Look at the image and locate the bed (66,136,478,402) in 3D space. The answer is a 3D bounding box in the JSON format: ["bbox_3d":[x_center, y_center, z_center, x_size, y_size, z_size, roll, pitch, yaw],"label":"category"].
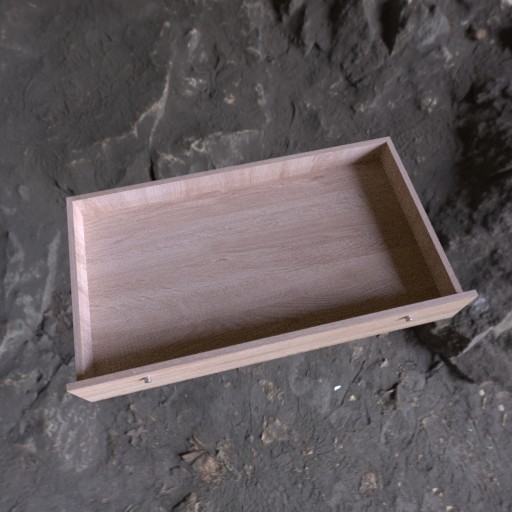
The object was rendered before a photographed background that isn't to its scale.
[{"bbox_3d":[0.000,0.000,1.488,1.200,0.209,0.685,-12,64,-6],"label":"bed"}]
